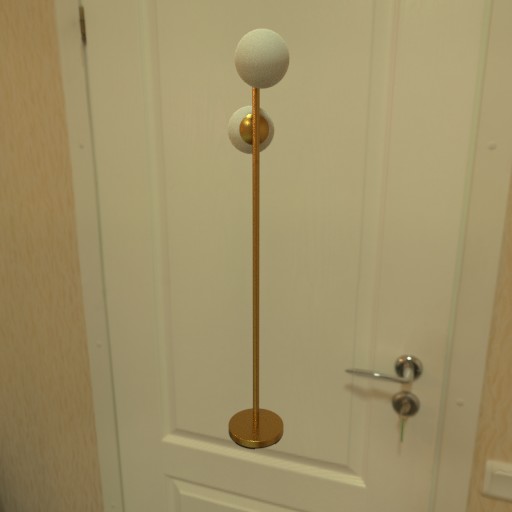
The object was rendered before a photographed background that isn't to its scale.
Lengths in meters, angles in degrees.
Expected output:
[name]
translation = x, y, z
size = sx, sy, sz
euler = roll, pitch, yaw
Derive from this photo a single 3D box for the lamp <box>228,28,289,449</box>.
[lamp]
translation = 0.000, 0.000, 1.812
size = 0.249, 1.641, 0.419
euler = -3, 14, -10
